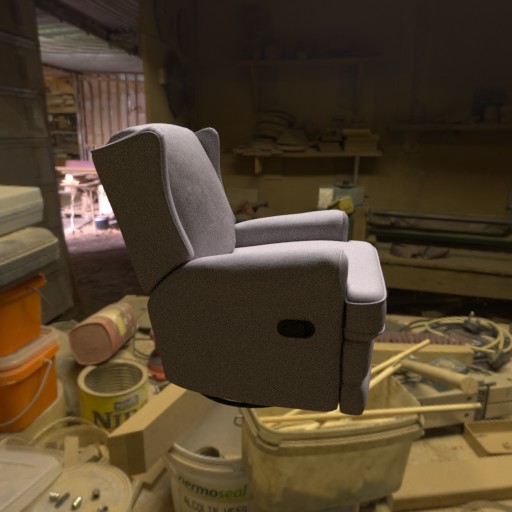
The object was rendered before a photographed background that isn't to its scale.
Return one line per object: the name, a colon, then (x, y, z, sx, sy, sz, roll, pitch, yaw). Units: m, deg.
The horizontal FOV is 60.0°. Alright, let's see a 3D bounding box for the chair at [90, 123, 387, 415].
chair: (0.000, 0.000, 1.761, 0.969, 1.011, 0.847, 3, 16, 11)
